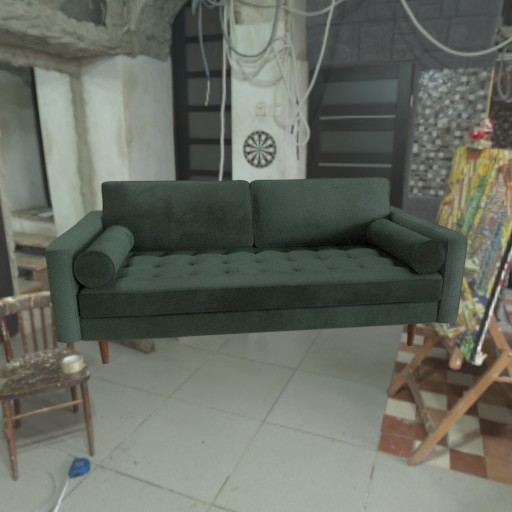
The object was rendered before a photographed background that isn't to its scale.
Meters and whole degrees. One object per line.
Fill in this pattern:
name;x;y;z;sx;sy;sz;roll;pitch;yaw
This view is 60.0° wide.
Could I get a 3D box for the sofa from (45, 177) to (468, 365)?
sofa;0.000;0.000;2.381;1.880;0.772;0.916;-2;16;-7
